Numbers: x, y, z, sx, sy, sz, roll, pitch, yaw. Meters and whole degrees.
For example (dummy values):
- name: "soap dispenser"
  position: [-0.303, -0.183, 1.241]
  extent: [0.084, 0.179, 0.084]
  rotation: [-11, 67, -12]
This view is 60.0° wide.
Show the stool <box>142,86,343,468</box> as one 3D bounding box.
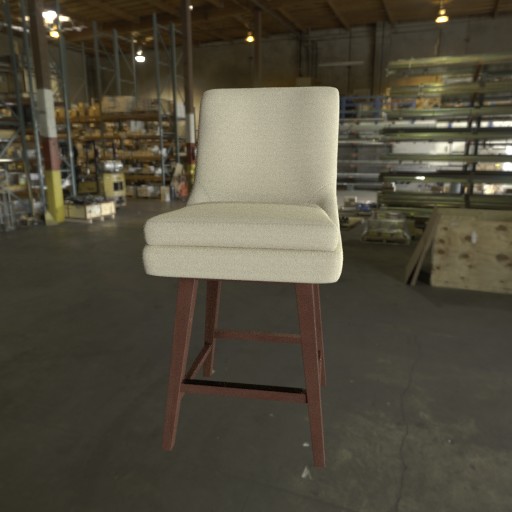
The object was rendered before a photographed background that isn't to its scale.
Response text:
- name: "stool"
  position: [0.000, 0.000, 1.292]
  extent: [0.483, 0.991, 0.559]
  rotation: [2, 13, 9]
